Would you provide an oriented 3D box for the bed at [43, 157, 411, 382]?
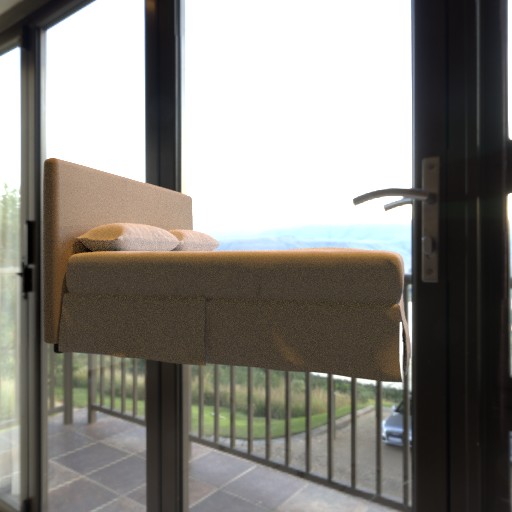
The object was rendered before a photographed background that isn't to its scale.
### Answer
[{"bbox_3d":[0.000,0.000,3.548,2.319,1.317,2.119,0,0,18],"label":"bed"}]
